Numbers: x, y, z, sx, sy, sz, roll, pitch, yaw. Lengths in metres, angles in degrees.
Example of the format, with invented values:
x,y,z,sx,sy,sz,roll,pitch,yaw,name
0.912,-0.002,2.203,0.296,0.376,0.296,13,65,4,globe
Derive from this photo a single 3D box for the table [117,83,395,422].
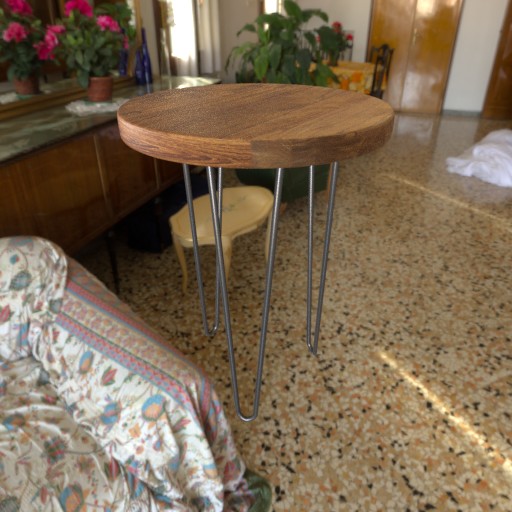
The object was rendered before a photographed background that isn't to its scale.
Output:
x,y,z,sx,sy,sz,roll,pitch,yaw,name
0.000,0.000,0.787,0.400,0.520,0.400,0,30,0,table
